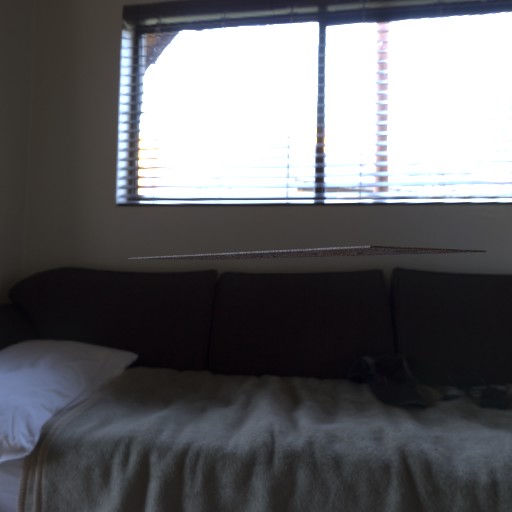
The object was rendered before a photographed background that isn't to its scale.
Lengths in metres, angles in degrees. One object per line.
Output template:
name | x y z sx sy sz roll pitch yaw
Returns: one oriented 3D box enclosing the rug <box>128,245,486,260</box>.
rug | 0.000 0.000 2.722 0.766 0.008 2.432 1 -2 -35
